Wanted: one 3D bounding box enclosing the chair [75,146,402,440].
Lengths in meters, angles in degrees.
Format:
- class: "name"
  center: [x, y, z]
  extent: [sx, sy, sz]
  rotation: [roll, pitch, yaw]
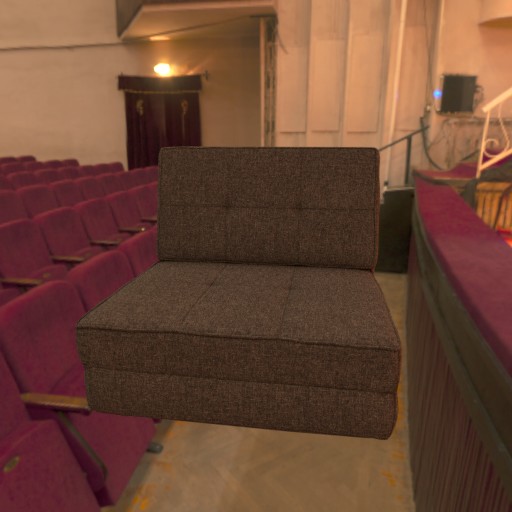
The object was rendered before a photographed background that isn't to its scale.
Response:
- class: "chair"
  center: [0.000, 0.000, 1.298]
  extent: [0.740, 0.615, 0.800]
  rotation: [2, 15, 9]
